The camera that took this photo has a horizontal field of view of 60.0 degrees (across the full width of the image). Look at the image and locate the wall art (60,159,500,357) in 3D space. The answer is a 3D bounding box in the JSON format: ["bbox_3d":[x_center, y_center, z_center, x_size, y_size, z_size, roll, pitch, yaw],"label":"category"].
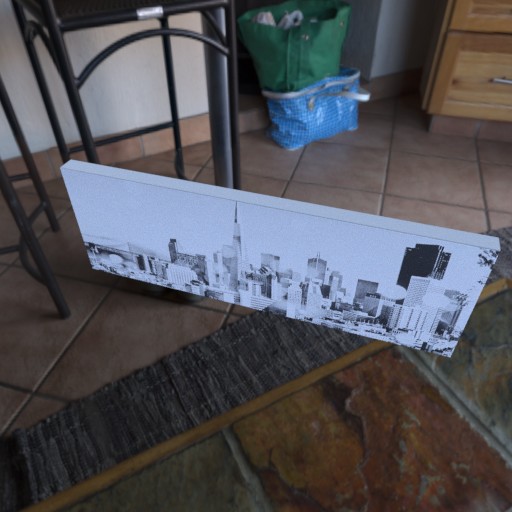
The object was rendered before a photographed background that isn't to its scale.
[{"bbox_3d":[0.000,0.000,0.837,0.766,0.256,0.036,12,42,14],"label":"wall art"}]
